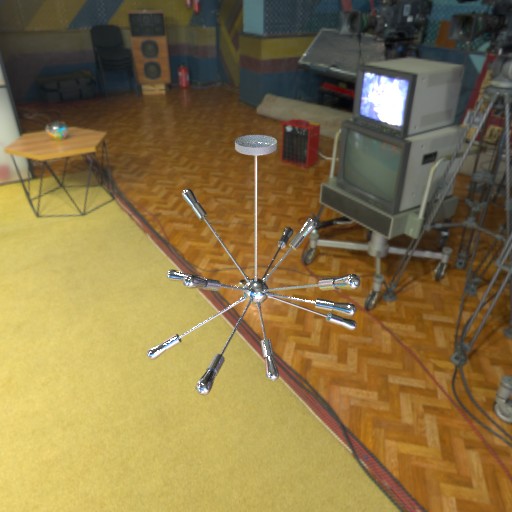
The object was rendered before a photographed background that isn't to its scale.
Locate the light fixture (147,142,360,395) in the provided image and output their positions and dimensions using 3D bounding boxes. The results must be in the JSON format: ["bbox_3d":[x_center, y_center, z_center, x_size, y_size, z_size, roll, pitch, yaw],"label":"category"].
[{"bbox_3d":[0.000,0.000,1.062,0.509,0.558,0.684,10,33,15],"label":"light fixture"}]
